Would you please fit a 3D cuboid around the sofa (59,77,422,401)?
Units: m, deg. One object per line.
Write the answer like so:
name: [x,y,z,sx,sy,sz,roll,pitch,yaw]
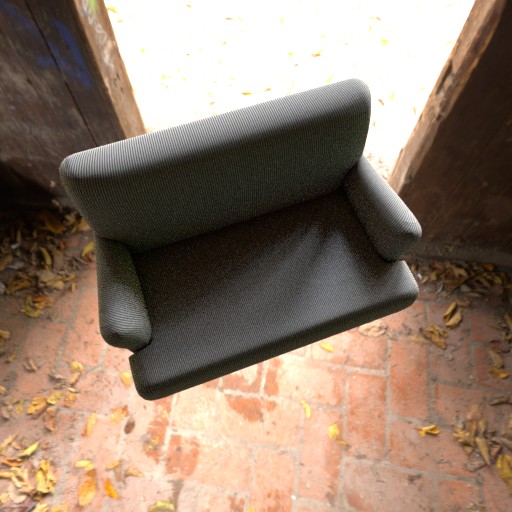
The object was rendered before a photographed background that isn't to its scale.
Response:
sofa: [0.000,0.000,1.843,1.297,0.889,0.779,-18,66,-8]
